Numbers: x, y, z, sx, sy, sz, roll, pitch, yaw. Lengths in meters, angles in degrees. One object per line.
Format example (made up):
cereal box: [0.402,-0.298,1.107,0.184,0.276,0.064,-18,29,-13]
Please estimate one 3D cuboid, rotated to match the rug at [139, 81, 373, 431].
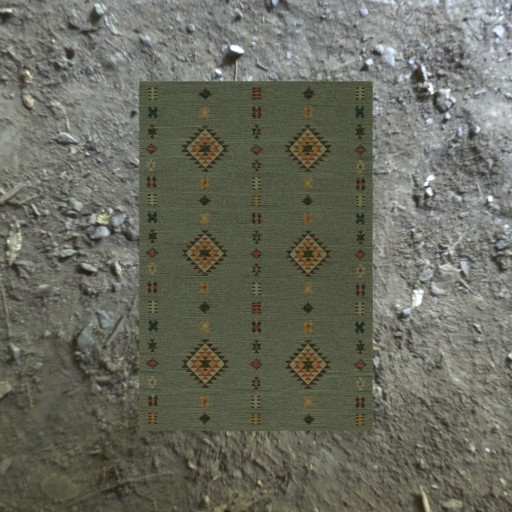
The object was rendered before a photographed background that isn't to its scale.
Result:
rug: [0.000,0.000,2.305,1.217,0.005,1.818,0,90,0]
